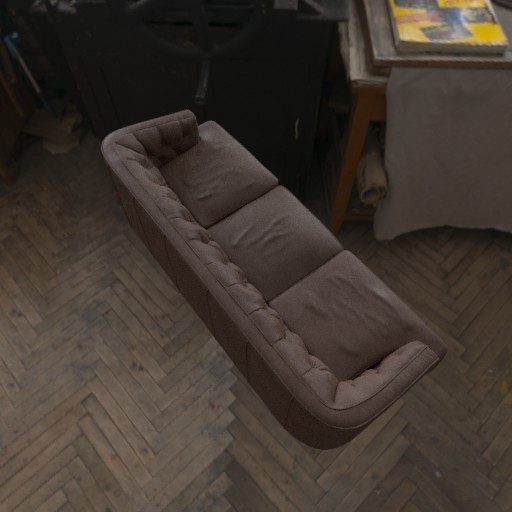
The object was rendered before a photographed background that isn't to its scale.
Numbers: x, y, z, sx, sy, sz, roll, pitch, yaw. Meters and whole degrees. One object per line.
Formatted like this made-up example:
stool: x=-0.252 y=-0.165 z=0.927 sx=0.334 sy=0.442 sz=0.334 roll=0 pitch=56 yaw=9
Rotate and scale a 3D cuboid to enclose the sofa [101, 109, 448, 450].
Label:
sofa: x=0.000 y=0.000 z=2.675 sx=0.927 sy=0.787 sz=2.227 roll=-33 pitch=63 yaw=-19
